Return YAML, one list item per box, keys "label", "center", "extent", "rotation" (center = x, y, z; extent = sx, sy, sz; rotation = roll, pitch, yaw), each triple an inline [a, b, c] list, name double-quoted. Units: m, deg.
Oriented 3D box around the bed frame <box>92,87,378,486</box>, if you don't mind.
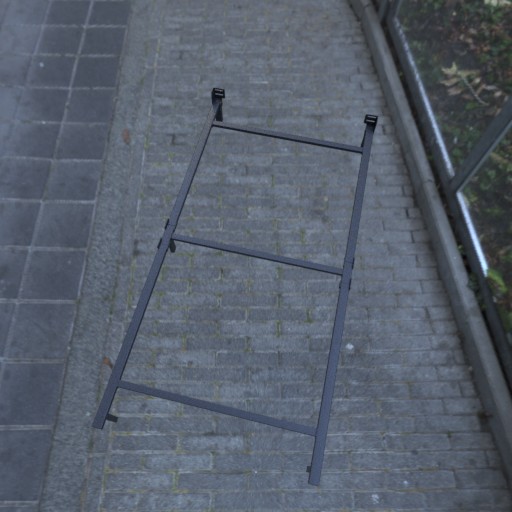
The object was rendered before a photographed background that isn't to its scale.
- label: "bed frame"
  center: [0.000, 0.000, 2.241]
  extent: [0.968, 0.248, 1.897]
  rotation: [12, 65, 6]
